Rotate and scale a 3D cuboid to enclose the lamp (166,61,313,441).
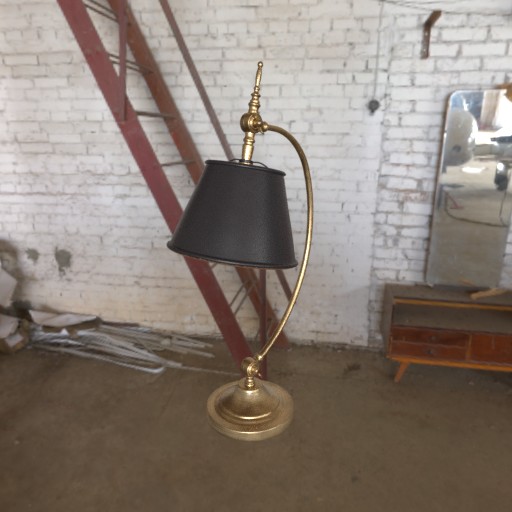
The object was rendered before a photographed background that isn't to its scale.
[{"bbox_3d":[0.000,0.000,0.832,0.235,0.675,0.344,16,23,42],"label":"lamp"}]
